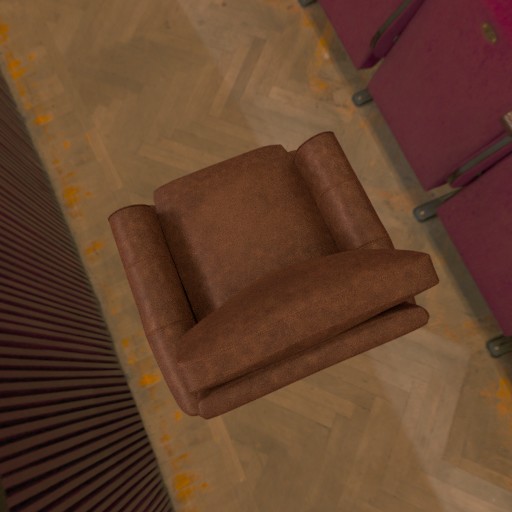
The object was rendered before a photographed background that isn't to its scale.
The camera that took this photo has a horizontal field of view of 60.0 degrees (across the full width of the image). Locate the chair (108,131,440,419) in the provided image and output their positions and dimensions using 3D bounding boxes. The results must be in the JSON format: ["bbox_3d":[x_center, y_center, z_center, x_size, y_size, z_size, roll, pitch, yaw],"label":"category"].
[{"bbox_3d":[0.000,0.000,1.792,0.996,0.976,1.002,-22,76,-6],"label":"chair"}]
